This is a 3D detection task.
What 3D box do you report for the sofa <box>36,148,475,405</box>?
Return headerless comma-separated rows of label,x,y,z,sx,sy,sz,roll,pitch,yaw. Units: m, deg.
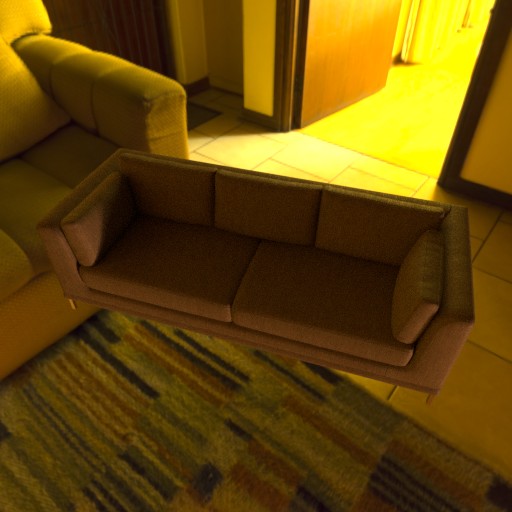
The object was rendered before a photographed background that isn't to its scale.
sofa,0.000,0.000,2.836,2.415,0.867,0.969,12,43,13
